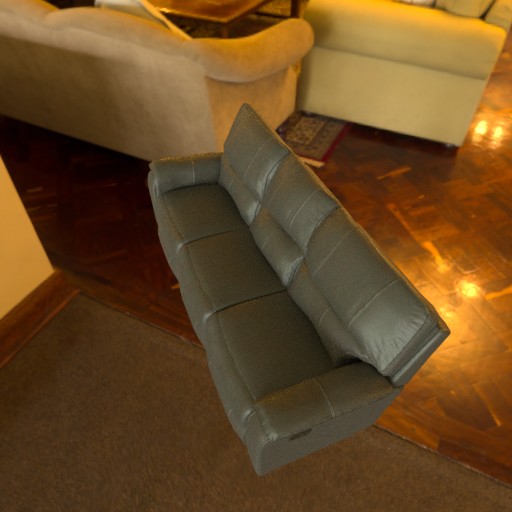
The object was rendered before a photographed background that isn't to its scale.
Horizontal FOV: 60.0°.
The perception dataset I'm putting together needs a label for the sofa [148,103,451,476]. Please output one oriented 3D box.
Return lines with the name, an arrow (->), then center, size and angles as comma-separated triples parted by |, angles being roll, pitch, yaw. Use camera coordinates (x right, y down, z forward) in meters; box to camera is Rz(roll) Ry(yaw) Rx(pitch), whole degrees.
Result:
sofa -> 0.000, 0.000, 3.182 | 1.104, 1.134, 2.627 | -16, 47, -16
